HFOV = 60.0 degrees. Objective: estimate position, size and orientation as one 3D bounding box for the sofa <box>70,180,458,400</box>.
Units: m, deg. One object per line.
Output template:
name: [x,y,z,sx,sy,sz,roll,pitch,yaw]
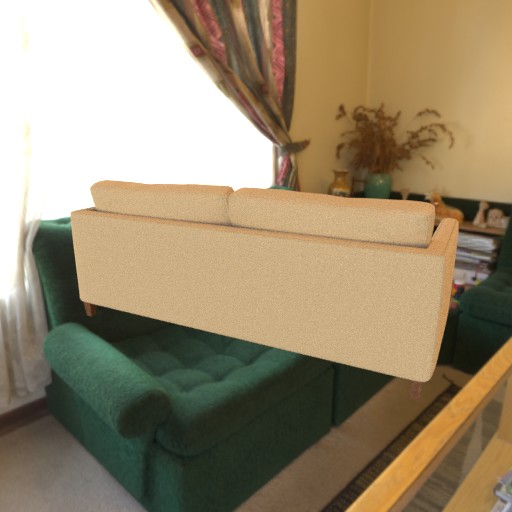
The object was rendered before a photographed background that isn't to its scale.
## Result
sofa: [0.000,0.000,2.919,2.361,0.968,0.951,8,18,26]
